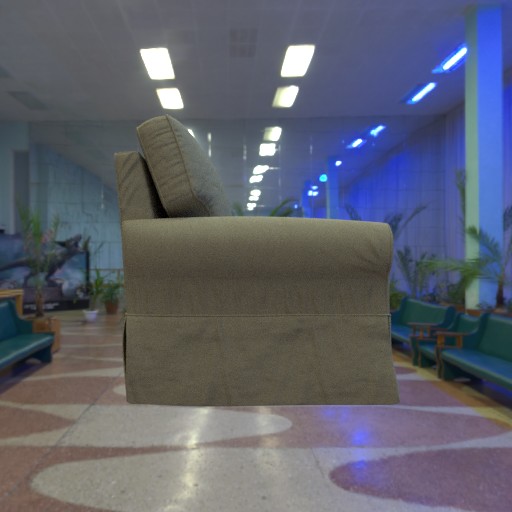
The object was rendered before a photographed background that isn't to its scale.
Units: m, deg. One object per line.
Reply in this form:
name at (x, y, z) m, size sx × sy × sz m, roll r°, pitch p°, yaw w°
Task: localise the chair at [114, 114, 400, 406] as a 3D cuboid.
chair at (0.000, 0.000, 1.982) m, size 0.988 × 1.017 × 1.135 m, roll 0°, pitch 0°, yaw -1°
